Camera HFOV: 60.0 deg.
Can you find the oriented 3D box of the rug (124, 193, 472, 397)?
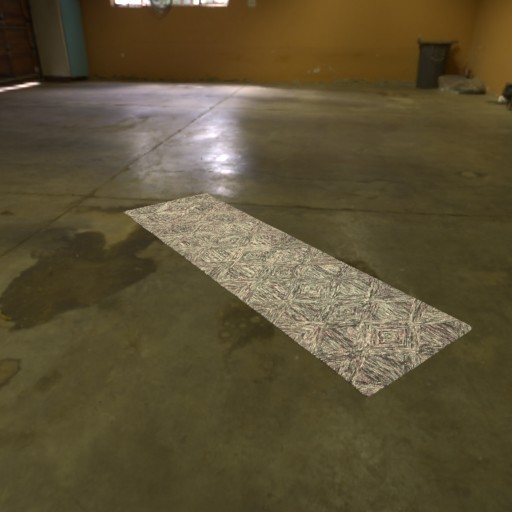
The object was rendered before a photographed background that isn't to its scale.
[{"bbox_3d":[0.000,0.000,2.607,0.719,0.013,2.305,-19,32,-32],"label":"rug"}]
